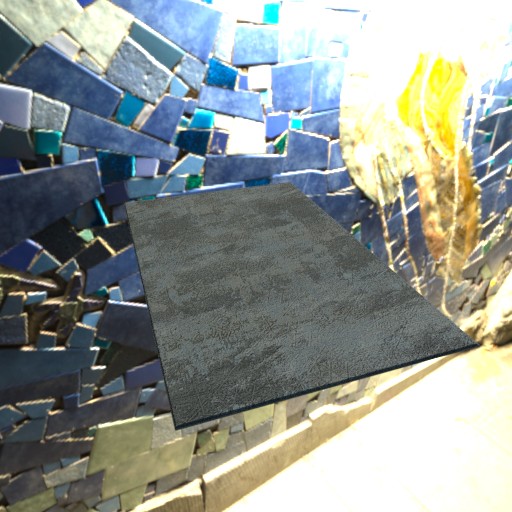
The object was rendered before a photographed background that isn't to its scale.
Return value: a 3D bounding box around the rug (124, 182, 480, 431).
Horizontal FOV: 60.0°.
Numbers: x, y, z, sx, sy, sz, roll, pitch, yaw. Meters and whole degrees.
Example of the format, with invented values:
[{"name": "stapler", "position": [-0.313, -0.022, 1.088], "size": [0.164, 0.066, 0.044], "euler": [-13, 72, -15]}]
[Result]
[{"name": "rug", "position": [0.000, 0.000, 2.997], "size": [1.536, 0.012, 2.431], "euler": [-10, 32, -16]}]
